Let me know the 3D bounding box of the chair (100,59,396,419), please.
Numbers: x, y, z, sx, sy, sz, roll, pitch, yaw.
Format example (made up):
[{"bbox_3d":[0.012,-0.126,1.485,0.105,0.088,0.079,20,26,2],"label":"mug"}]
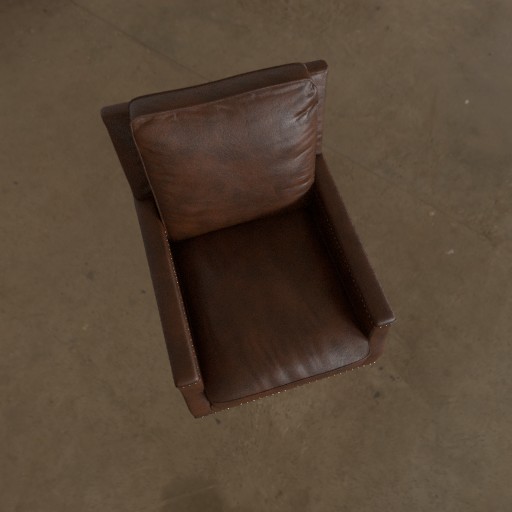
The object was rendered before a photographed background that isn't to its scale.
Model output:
[{"bbox_3d":[0.000,0.000,1.807,0.854,1.054,1.035,-15,65,-7],"label":"chair"}]
